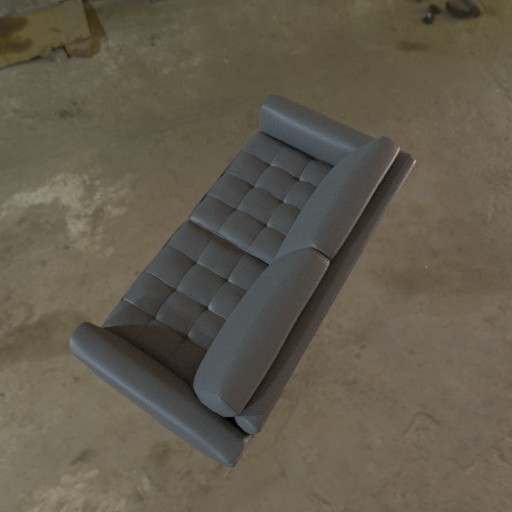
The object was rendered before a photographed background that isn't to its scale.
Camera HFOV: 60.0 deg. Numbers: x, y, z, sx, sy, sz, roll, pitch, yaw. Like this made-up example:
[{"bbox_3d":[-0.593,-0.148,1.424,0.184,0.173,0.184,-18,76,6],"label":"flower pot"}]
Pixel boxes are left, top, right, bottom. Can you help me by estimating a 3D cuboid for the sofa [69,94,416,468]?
[{"bbox_3d":[0.000,0.000,2.710,1.121,0.930,2.177,29,68,13],"label":"sofa"}]
